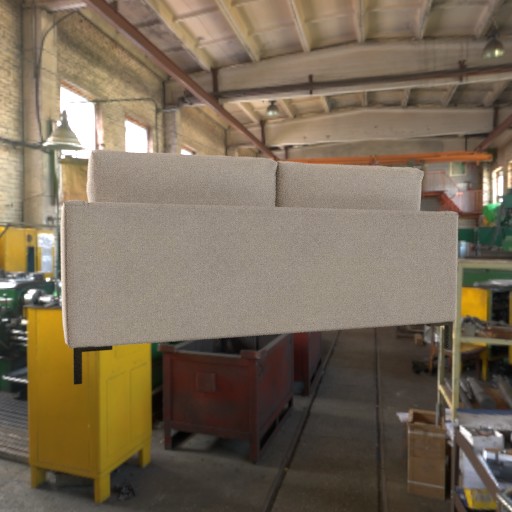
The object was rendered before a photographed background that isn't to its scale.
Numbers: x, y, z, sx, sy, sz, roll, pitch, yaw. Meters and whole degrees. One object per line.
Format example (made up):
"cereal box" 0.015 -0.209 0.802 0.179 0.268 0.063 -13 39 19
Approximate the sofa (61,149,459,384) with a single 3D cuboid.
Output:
"sofa" 0.000 0.000 2.153 1.682 0.840 0.875 -1 2 -19
